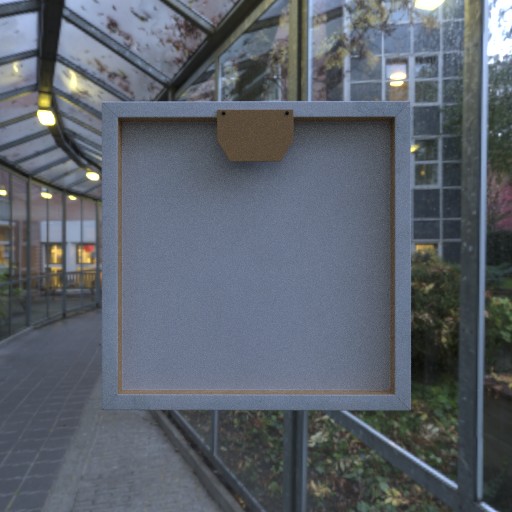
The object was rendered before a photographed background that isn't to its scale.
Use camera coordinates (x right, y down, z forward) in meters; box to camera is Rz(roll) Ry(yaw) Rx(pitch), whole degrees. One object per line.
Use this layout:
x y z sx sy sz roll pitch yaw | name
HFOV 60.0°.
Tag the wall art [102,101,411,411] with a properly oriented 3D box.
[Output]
0.000 0.000 0.881 0.605 0.605 0.044 0 0 0 | wall art
